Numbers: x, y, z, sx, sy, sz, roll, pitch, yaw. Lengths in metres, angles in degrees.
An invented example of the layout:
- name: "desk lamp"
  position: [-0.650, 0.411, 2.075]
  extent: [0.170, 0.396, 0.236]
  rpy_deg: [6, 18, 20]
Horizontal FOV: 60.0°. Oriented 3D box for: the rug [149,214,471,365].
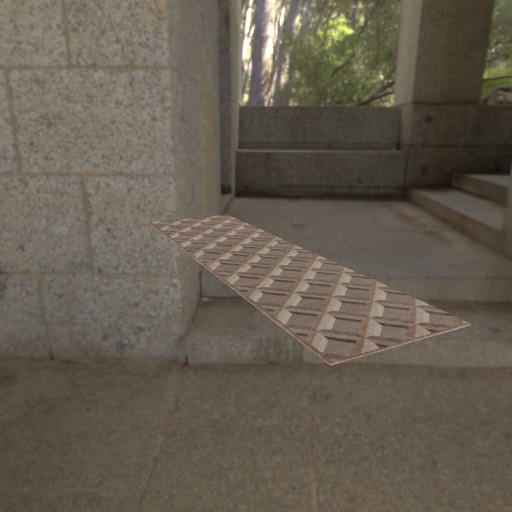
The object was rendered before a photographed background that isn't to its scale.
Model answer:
- name: "rug"
  position: [0.000, 0.000, 2.650]
  extent: [0.685, 0.013, 2.437]
  rpy_deg: [-8, 19, -26]
